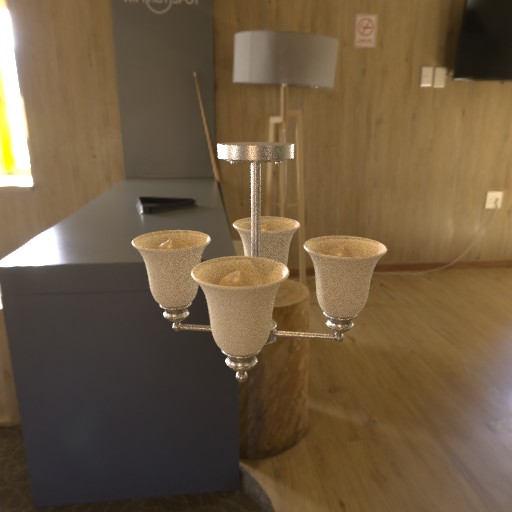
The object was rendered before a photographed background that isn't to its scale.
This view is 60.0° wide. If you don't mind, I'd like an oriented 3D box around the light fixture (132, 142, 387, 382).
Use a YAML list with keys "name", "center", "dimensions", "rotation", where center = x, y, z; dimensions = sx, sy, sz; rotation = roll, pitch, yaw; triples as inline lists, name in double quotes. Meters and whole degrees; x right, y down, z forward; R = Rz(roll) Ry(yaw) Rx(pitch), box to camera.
- name: "light fixture"
  center: [0.000, 0.000, 0.753]
  dimensions: [0.427, 0.370, 0.427]
  rotation: [2, 17, 8]
